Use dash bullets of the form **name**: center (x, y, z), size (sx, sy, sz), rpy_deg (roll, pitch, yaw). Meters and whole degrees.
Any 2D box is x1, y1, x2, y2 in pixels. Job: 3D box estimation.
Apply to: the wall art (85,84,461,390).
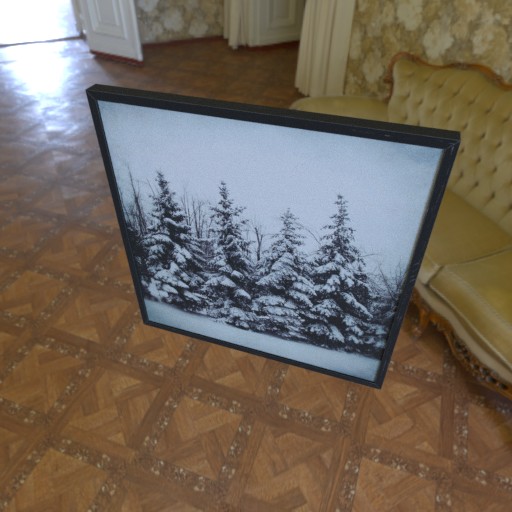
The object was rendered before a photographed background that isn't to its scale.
- **wall art**: center (0.000, 0.000, 1.118), size (0.761, 0.761, 0.037), rpy_deg (12, 42, 14)
